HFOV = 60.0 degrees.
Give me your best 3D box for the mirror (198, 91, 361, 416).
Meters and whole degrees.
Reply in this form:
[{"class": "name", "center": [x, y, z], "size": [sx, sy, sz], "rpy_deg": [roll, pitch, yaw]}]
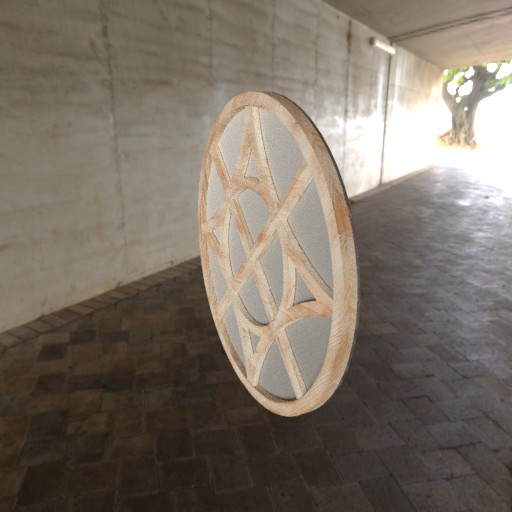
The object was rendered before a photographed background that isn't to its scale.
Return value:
[{"class": "mirror", "center": [0.000, 0.000, 1.021], "size": [0.038, 0.710, 0.710], "rpy_deg": [-8, 18, -25]}]
